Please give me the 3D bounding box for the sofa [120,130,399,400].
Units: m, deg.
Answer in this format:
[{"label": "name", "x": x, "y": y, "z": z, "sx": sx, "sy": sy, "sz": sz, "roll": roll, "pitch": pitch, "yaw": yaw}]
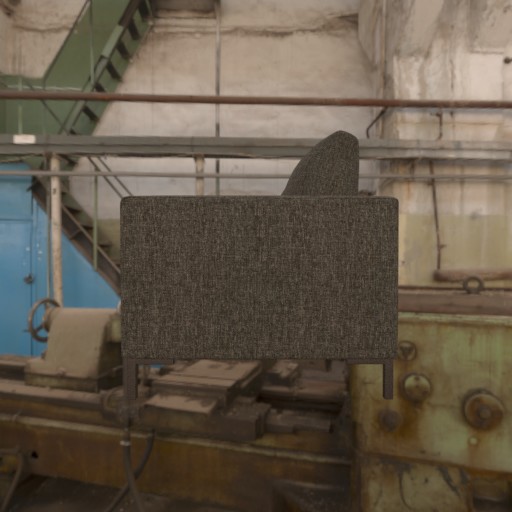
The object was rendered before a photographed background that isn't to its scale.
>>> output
[{"label": "sofa", "x": 0.000, "y": 0.000, "z": 2.176, "sx": 0.866, "sy": 0.862, "sz": 1.716, "roll": 0, "pitch": 1, "yaw": 0}]
